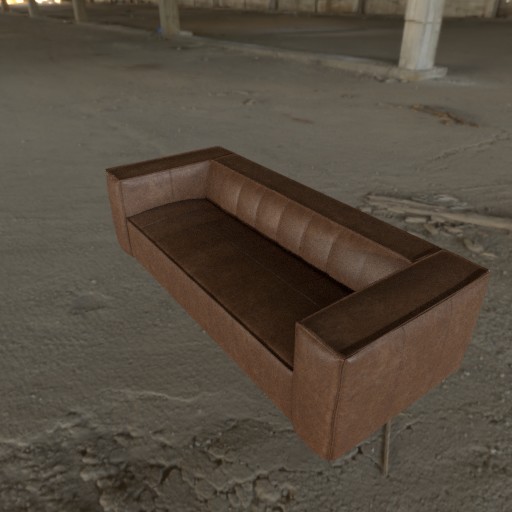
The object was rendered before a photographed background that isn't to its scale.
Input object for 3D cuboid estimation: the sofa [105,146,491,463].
[{"bbox_3d":[0.000,0.000,2.958,1.102,0.701,2.581,-21,37,-30],"label":"sofa"}]
